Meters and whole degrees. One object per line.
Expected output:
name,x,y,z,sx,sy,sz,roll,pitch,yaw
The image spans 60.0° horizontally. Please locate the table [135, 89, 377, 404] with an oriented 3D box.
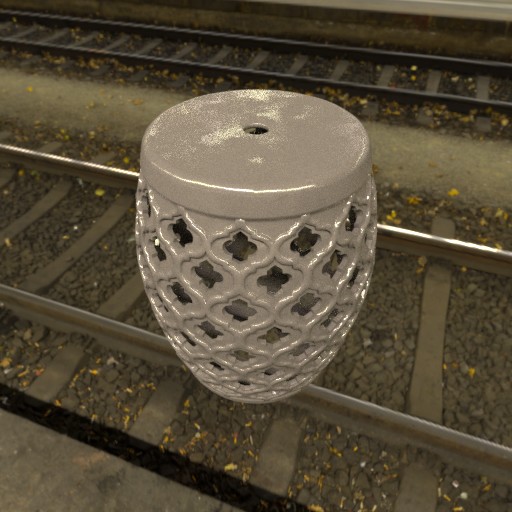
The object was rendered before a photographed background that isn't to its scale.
table,0.000,0.000,0.637,0.325,0.388,0.325,0,41,0
